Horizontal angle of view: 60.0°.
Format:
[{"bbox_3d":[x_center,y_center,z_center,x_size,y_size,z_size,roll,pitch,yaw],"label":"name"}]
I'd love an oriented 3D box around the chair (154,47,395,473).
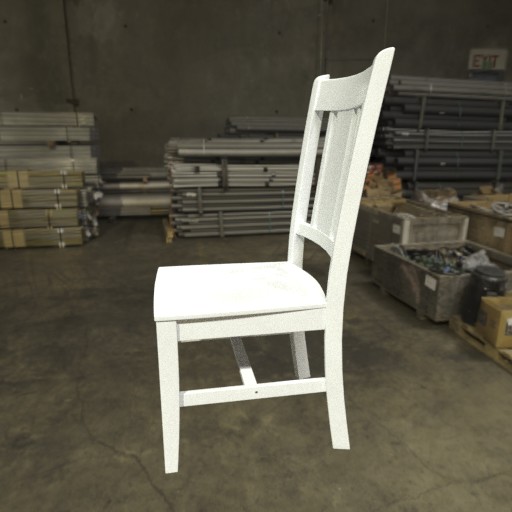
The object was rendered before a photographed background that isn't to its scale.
[{"bbox_3d":[0.000,0.000,1.224,0.555,0.998,0.450,-3,15,-10],"label":"chair"}]
